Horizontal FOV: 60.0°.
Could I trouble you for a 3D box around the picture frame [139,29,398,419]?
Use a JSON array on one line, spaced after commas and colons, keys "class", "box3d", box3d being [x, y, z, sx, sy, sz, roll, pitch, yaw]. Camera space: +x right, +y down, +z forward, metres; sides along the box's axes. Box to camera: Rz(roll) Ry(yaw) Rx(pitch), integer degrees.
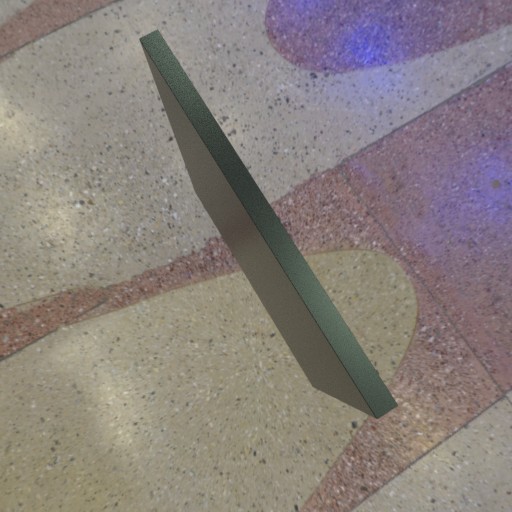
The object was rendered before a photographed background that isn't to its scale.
[{"class": "picture frame", "box3d": [0.000, 0.000, 0.809, 0.029, 0.557, 0.559, -30, 79, -7]}]
